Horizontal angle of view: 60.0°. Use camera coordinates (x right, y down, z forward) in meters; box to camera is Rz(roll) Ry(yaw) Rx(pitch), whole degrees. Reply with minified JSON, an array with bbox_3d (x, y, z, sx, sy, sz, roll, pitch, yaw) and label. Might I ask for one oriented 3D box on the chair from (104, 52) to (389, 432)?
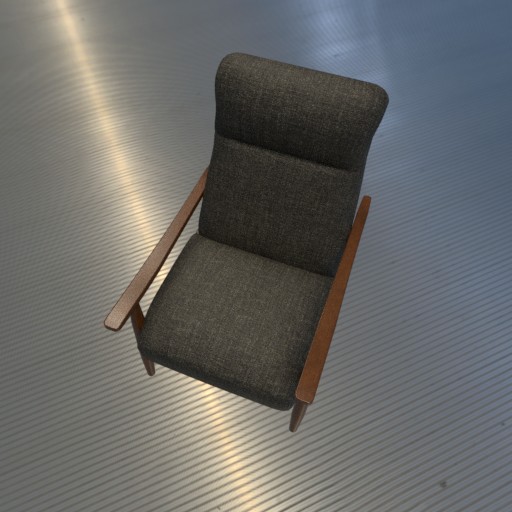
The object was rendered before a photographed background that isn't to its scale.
[{"bbox_3d":[0.000,0.000,1.789,0.762,1.082,1.014,18,60,11],"label":"chair"}]
